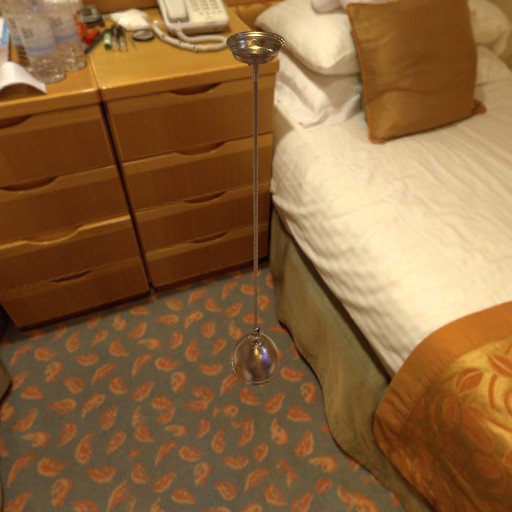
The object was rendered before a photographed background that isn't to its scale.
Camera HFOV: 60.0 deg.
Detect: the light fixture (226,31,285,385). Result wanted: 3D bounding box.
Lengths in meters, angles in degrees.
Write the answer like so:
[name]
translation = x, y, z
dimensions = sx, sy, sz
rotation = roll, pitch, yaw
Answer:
[light fixture]
translation = 0.000, 0.000, 1.472
dimensions = 0.211, 1.367, 0.217
rotation = 16, 48, 15
